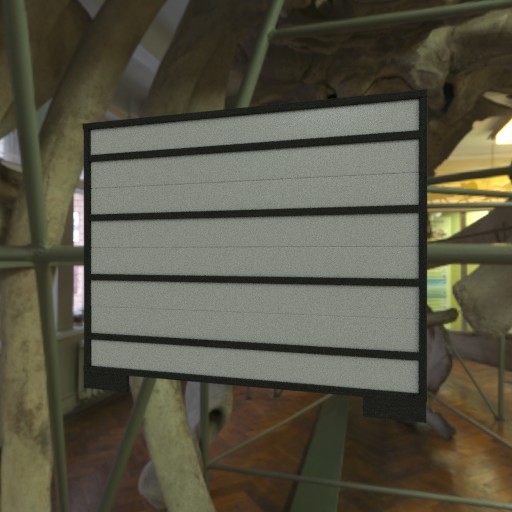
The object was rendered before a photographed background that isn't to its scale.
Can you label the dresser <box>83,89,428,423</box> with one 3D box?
[{"bbox_3d":[0.000,0.000,1.416,0.994,0.816,0.404,0,0,17],"label":"dresser"}]
